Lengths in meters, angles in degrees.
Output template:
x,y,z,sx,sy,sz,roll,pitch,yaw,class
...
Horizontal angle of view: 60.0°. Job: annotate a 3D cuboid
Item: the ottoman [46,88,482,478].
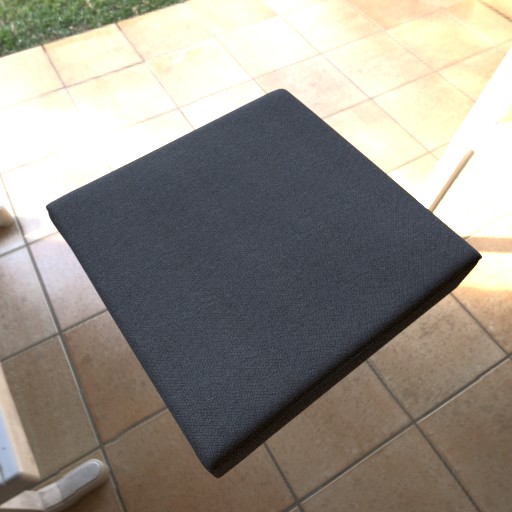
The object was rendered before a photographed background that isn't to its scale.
x,y,z,sx,sy,sz,roll,pitch,yaw,class
0.000,0.000,1.486,0.981,0.378,0.970,-32,63,-18,ottoman
